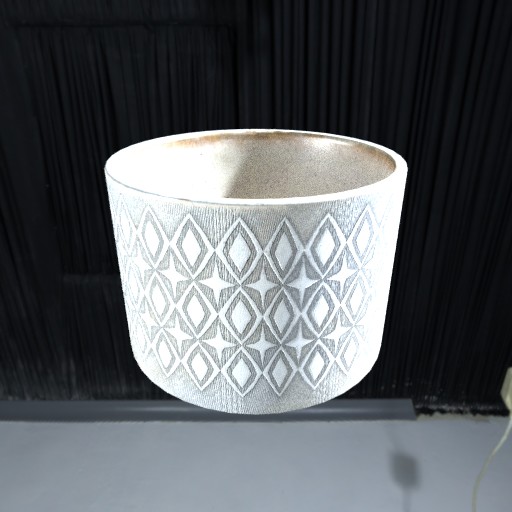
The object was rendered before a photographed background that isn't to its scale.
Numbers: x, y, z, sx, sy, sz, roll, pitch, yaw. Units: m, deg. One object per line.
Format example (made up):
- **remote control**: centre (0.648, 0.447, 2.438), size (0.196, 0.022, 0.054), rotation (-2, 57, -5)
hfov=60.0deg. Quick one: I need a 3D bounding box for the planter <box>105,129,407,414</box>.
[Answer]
- **planter**: centre (0.000, 0.000, 0.316), size (0.186, 0.144, 0.186), rotation (0, 26, 0)
